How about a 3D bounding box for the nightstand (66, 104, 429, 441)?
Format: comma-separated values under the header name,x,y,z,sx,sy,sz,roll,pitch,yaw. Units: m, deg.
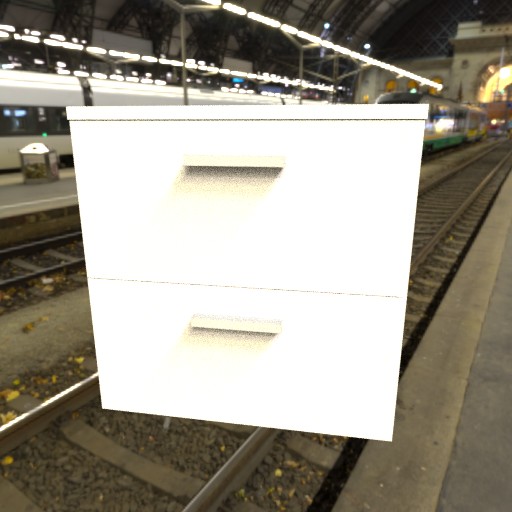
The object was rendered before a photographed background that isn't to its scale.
name,x,y,z,sx,sy,sz,roll,pitch,yaw
nightstand,0.000,0.000,0.732,0.441,0.460,0.325,3,17,10
